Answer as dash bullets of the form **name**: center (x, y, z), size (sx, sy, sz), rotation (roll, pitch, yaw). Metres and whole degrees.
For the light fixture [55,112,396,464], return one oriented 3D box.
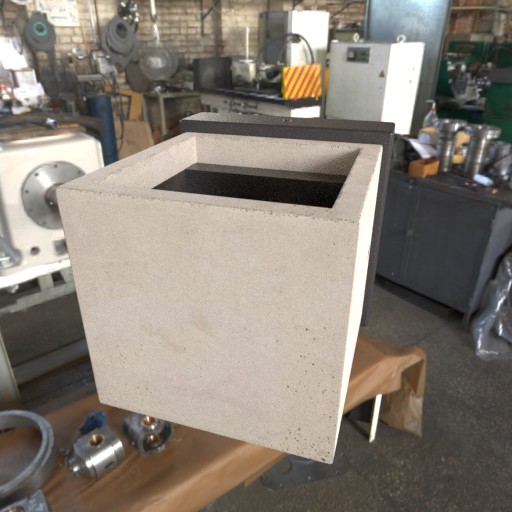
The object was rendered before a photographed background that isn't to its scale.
- **light fixture**: center (0.000, 0.000, 0.234), size (0.121, 0.121, 0.143), rotation (8, 28, 16)
